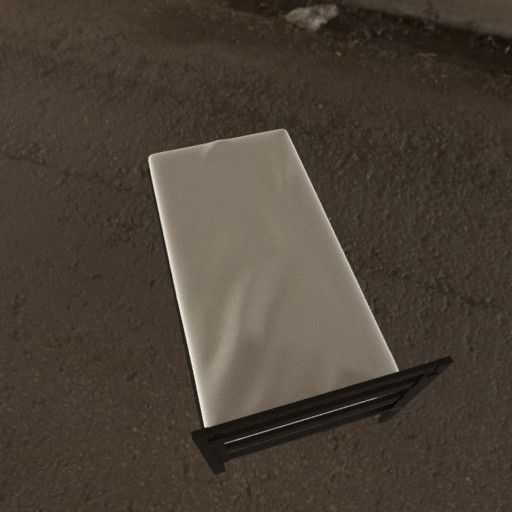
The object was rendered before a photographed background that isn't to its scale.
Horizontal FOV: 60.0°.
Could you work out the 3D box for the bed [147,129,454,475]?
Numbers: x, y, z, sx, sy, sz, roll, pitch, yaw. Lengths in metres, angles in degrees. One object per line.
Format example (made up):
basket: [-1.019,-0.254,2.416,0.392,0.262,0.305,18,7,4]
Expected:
bed: [0.000,0.000,2.481,0.991,0.967,1.930,-13,58,-9]
